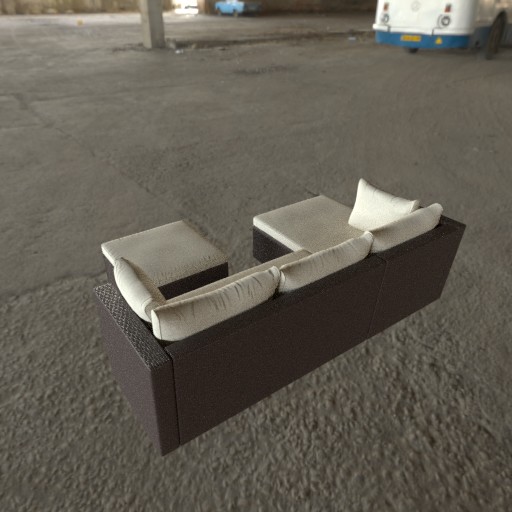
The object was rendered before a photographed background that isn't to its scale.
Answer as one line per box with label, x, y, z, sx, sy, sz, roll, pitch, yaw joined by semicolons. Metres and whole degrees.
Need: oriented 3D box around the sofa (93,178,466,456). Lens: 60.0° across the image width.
sofa;0.000;0.000;2.991;2.192;0.766;1.612;-20;37;-30
